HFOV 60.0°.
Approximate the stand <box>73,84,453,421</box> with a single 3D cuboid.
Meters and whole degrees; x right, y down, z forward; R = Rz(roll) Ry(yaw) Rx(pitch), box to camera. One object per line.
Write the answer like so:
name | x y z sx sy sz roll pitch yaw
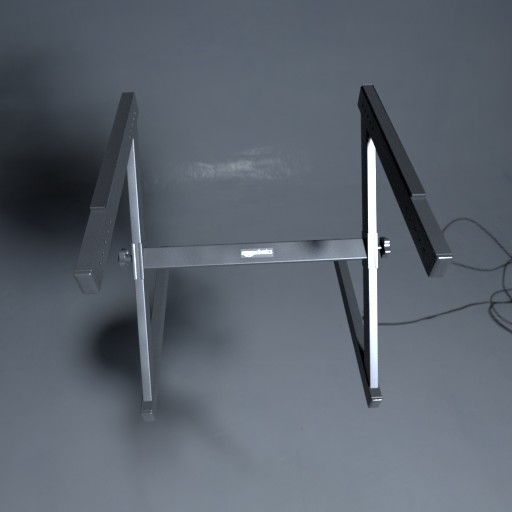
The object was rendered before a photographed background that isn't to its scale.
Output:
stand | 0.000 0.000 1.140 0.700 0.617 0.586 -3 48 -2
